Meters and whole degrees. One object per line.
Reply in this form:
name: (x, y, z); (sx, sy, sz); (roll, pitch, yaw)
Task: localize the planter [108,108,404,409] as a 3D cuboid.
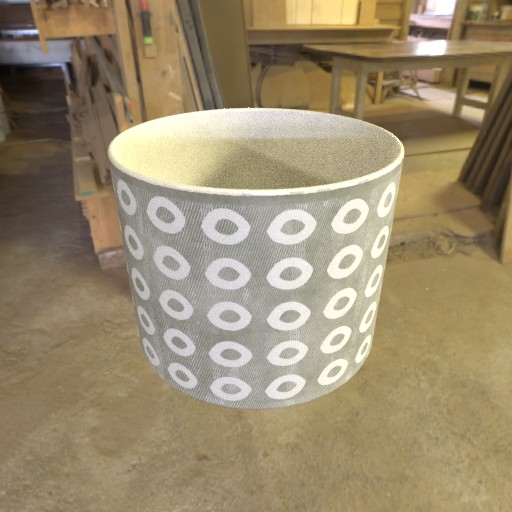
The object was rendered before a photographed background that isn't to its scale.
planter: (0.000, 0.000, 0.448); (0.250, 0.239, 0.250); (0, 30, 0)
